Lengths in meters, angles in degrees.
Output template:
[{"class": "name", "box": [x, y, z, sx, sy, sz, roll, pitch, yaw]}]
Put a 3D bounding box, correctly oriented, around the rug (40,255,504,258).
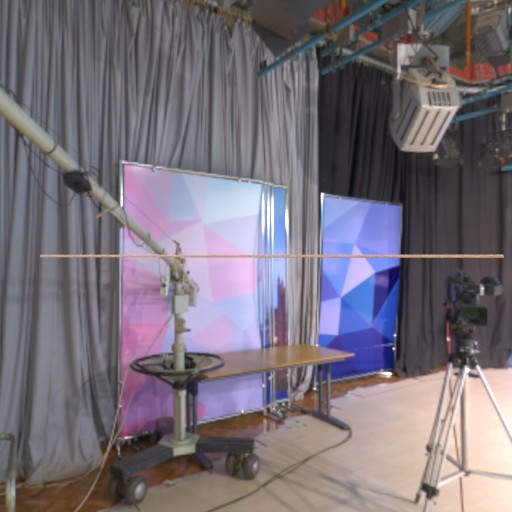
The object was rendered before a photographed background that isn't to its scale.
[{"class": "rug", "box": [0.000, 0.000, 2.591, 2.435, 0.015, 0.760, 0, 0, 17]}]
